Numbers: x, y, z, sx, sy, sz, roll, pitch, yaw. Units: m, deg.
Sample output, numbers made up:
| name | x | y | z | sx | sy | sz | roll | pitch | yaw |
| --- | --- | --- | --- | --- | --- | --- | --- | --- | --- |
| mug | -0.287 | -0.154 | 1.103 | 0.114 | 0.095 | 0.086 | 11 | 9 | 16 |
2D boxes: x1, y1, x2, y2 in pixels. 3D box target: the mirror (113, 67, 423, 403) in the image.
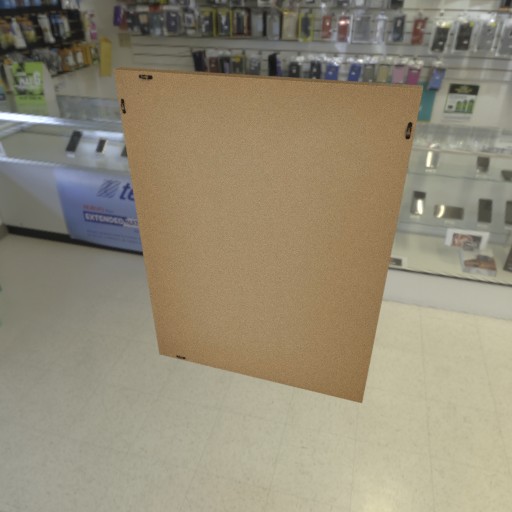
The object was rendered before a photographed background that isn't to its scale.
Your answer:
| name | x | y | z | sx | sy | sz | roll | pitch | yaw |
| --- | --- | --- | --- | --- | --- | --- | --- | --- | --- |
| mirror | 0.000 | 0.000 | 1.334 | 0.762 | 1.016 | 0.041 | 10 | 34 | 15 |
